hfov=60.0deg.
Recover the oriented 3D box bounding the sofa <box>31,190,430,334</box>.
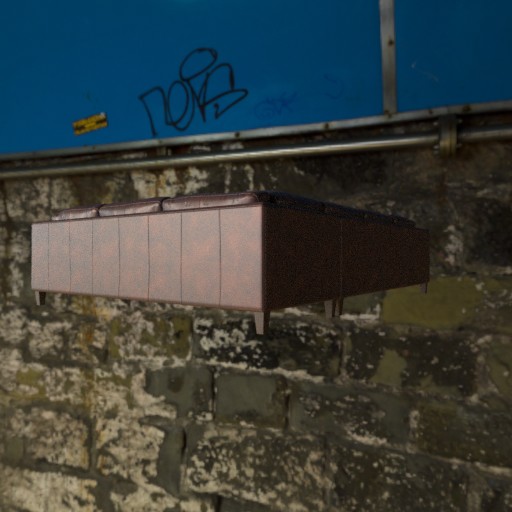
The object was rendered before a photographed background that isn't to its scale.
[{"bbox_3d":[0.000,0.000,4.304,2.438,0.836,3.152,0,0,36],"label":"sofa"}]
